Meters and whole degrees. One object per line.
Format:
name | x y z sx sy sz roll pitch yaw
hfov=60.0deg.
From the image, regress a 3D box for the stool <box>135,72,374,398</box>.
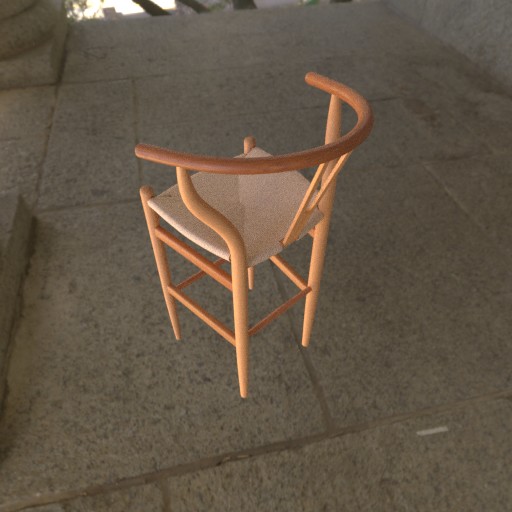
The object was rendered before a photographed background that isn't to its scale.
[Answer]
stool | 0.000 0.000 1.391 0.574 1.068 0.561 -33 54 -28
